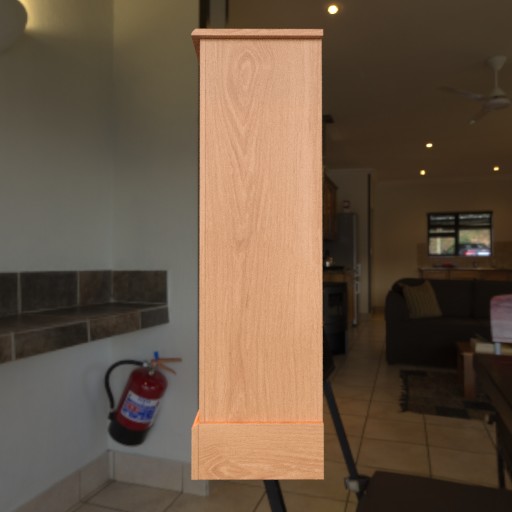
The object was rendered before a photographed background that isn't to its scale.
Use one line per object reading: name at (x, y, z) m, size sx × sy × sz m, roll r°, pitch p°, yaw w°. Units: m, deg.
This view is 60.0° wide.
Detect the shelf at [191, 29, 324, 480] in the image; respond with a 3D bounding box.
shelf at (0.000, 0.000, 1.383) m, size 0.291 × 0.980 × 0.840 m, roll 0°, pitch -1°, yaw 0°
